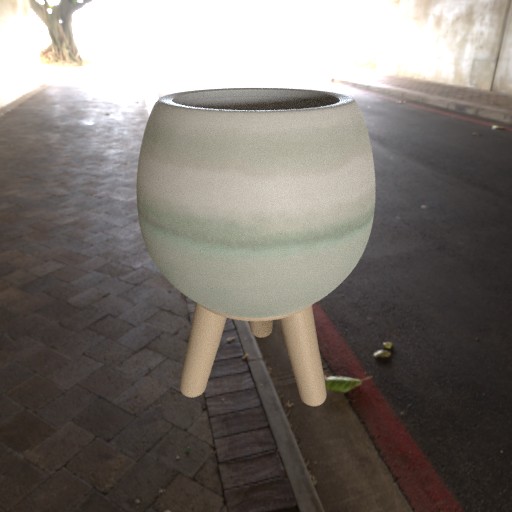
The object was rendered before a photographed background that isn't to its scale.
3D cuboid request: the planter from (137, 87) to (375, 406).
[{"bbox_3d":[0.000,0.000,0.329,0.161,0.224,0.161,0,26,0],"label":"planter"}]
